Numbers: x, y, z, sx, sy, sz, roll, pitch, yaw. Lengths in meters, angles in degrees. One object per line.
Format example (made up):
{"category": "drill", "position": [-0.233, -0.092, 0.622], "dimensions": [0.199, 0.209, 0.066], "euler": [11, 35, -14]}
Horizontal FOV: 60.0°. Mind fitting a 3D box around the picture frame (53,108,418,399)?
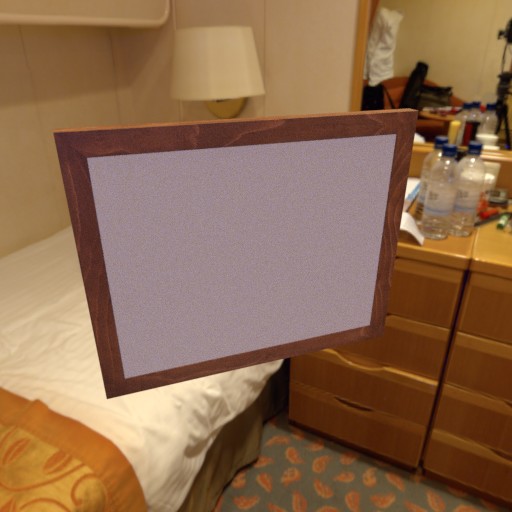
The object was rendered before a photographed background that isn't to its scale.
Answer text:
{"category": "picture frame", "position": [0.000, 0.000, 0.763], "dimensions": [0.559, 0.457, 0.025], "euler": [-9, 28, -17]}
